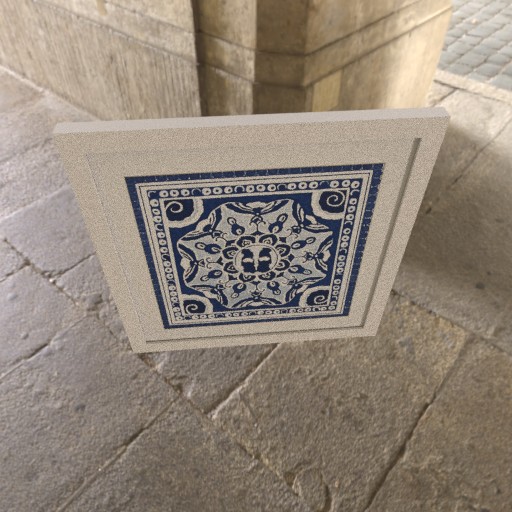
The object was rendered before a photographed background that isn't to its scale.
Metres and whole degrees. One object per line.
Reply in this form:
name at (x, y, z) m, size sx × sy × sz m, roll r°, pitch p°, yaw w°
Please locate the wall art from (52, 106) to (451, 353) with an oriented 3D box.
wall art at (0.000, 0.000, 0.830) m, size 0.559 × 0.559 × 0.028 m, roll -3°, pitch 46°, yaw -3°
